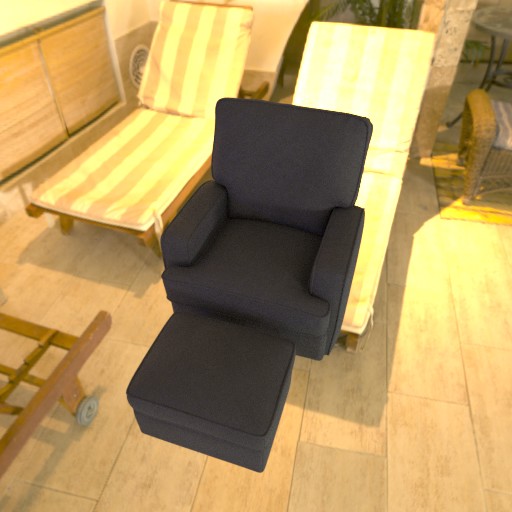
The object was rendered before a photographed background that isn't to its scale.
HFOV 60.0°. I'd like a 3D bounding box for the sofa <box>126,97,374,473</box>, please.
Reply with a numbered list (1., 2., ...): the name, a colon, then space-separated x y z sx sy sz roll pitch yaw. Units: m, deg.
1. sofa: 0.000 0.000 1.982 0.861 0.959 1.472 12 43 13
